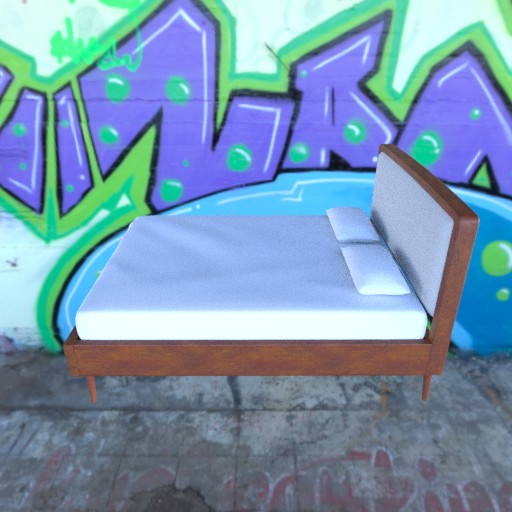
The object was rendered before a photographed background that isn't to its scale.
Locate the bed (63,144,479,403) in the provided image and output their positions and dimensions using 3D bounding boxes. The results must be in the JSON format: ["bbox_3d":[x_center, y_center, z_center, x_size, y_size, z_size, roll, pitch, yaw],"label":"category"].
[{"bbox_3d":[0.000,0.000,3.150,2.196,1.275,1.587,0,27,0],"label":"bed"}]
